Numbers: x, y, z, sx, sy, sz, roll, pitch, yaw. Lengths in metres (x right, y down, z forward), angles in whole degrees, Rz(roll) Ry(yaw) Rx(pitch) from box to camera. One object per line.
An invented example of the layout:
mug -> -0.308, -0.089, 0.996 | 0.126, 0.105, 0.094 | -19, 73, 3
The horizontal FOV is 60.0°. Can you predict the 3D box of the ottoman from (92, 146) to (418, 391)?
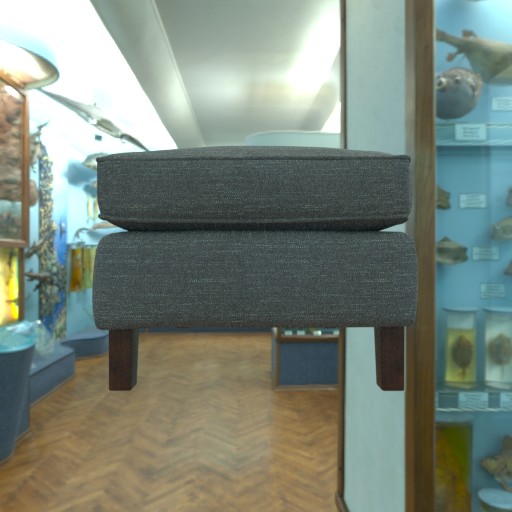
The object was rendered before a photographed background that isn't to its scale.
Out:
ottoman -> 0.000, 0.000, 0.964 | 0.508, 0.406, 0.686 | 0, 0, 0
